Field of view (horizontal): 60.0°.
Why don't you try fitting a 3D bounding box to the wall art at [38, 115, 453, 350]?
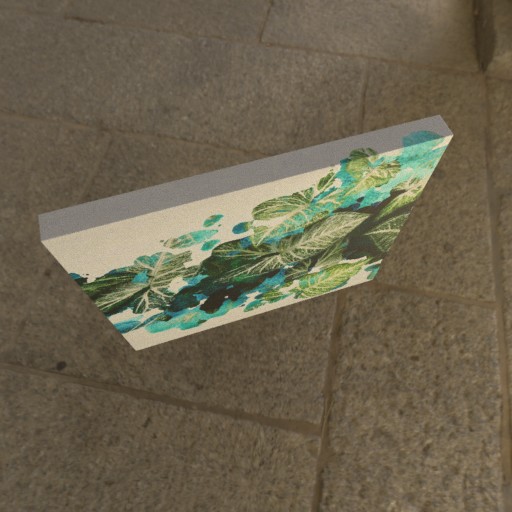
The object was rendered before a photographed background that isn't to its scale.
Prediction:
[{"bbox_3d":[0.000,0.000,0.721,0.507,0.435,0.041,-16,63,-8],"label":"wall art"}]
